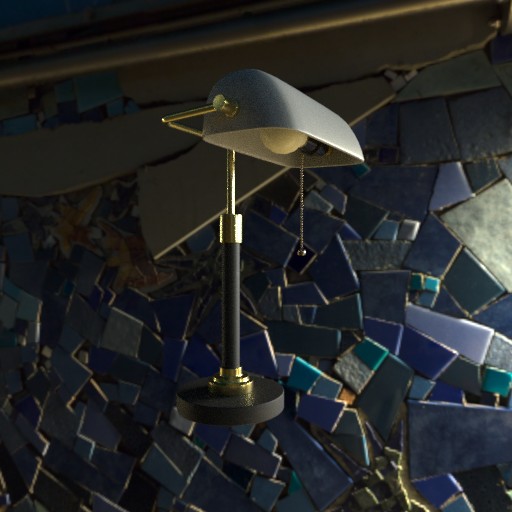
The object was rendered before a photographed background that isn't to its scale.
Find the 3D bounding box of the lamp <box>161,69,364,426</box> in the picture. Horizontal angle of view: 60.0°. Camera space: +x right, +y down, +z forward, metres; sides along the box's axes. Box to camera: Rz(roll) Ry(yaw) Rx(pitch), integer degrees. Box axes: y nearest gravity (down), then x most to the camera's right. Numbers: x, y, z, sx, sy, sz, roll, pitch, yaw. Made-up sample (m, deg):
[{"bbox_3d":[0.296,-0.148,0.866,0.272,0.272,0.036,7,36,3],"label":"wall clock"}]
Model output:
[{"bbox_3d":[0.000,0.000,0.573,0.227,0.404,0.269,0,0,35],"label":"lamp"}]
